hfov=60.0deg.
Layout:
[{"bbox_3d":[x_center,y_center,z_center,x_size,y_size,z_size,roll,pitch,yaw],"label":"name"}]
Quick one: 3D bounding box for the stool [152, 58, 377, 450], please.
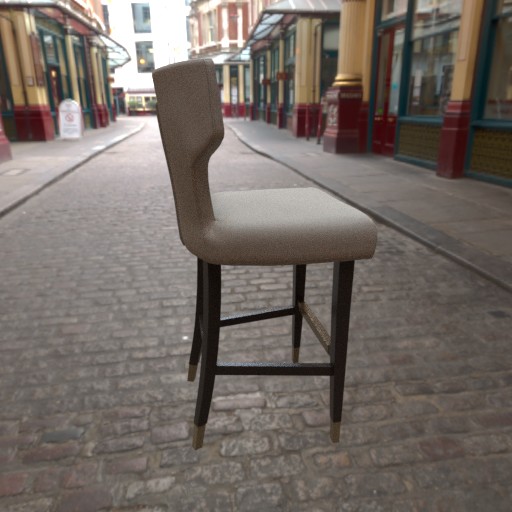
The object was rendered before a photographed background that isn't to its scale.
[{"bbox_3d":[0.000,0.000,1.392,0.563,1.092,0.526,-3,19,-10],"label":"stool"}]
